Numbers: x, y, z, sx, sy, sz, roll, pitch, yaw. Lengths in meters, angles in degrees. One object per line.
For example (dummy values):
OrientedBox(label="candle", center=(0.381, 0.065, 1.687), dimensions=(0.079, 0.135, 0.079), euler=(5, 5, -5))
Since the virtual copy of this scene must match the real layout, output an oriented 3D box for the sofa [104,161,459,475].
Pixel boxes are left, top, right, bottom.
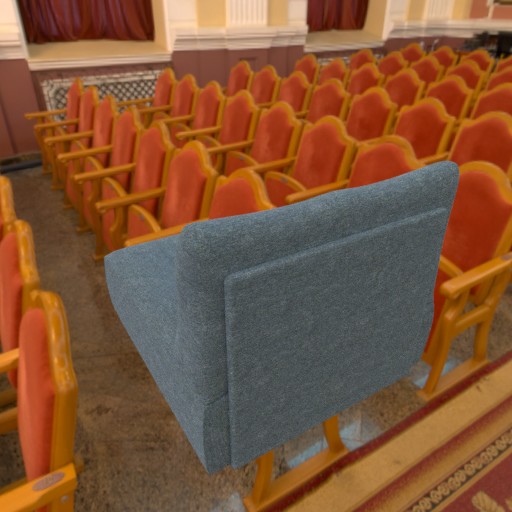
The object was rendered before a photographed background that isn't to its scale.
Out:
OrientedBox(label="sofa", center=(0.000, 0.000, 1.670), dimensions=(0.930, 0.820, 1.000), euler=(-17, 34, -27))
